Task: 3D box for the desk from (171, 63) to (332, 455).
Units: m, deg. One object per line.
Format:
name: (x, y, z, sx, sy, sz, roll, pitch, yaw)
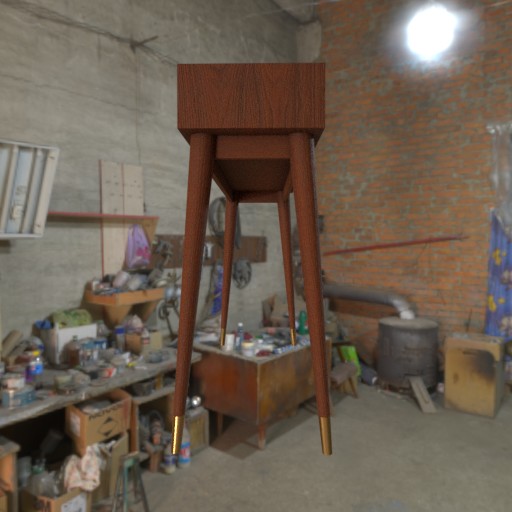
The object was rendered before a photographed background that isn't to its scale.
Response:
desk: (0.000, 0.000, 1.636, 0.384, 0.917, 1.204, 0, 1, 1)
